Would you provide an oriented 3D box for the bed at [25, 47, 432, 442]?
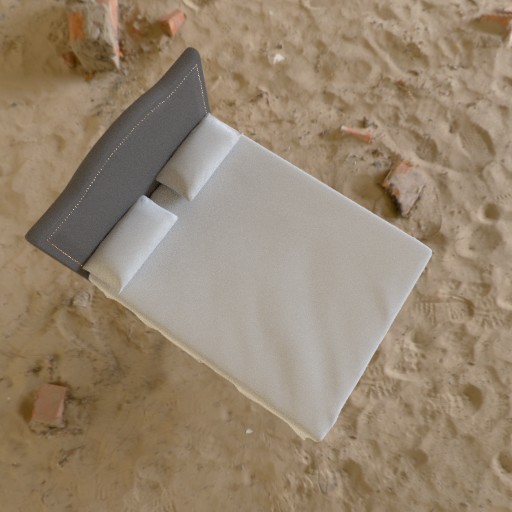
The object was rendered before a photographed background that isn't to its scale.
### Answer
[{"bbox_3d":[0.000,0.000,3.316,2.282,1.436,1.821,33,77,9],"label":"bed"}]
